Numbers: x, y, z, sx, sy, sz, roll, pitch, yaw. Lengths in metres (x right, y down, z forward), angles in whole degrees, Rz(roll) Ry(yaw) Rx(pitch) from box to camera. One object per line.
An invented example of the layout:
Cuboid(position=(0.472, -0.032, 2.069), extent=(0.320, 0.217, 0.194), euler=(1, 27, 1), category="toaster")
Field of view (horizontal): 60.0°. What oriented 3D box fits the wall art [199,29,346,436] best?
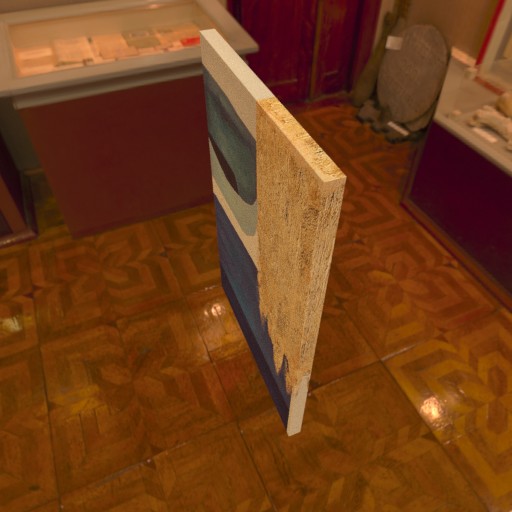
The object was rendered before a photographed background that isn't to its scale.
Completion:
Cuboid(position=(0.000, 0.000, 1.152), extent=(0.039, 0.911, 0.607), euler=(-16, 49, -15), category="wall art")
